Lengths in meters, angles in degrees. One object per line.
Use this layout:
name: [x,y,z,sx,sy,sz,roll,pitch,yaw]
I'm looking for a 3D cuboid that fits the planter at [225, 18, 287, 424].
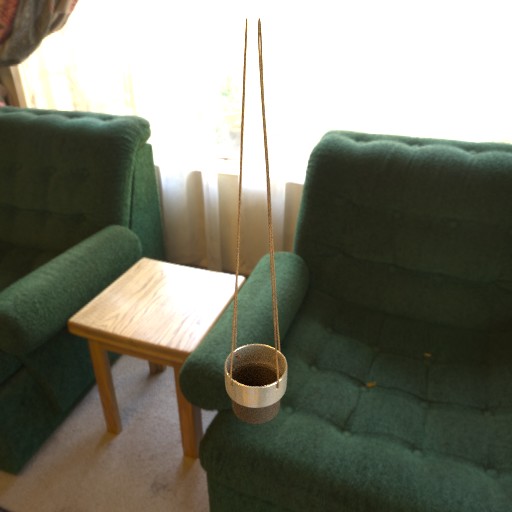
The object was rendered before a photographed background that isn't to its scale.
planter: [0.000,0.000,1.133,0.187,1.073,0.187,2,29,3]
